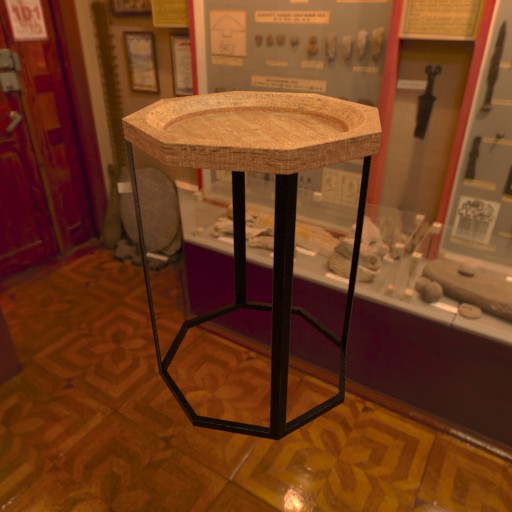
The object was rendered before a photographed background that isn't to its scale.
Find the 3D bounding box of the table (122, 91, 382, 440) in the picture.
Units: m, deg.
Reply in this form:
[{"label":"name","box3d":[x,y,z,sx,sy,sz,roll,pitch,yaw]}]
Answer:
[{"label":"table","box3d":[0.000,0.000,0.882,0.437,0.553,0.437,18,35,29]}]
